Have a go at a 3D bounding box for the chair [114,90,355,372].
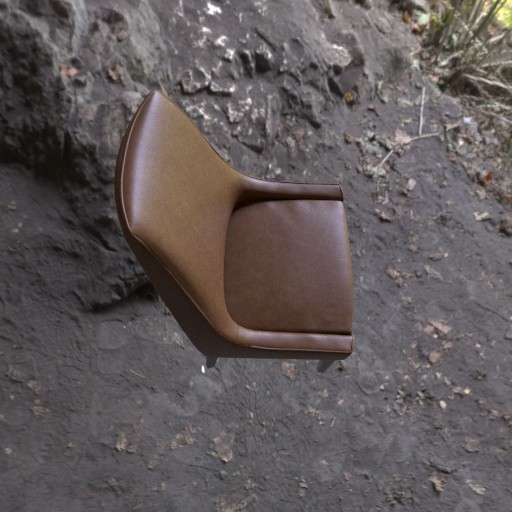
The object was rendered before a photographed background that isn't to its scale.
[{"bbox_3d":[0.000,0.000,1.232,0.544,0.861,0.529,1,64,1],"label":"chair"}]
